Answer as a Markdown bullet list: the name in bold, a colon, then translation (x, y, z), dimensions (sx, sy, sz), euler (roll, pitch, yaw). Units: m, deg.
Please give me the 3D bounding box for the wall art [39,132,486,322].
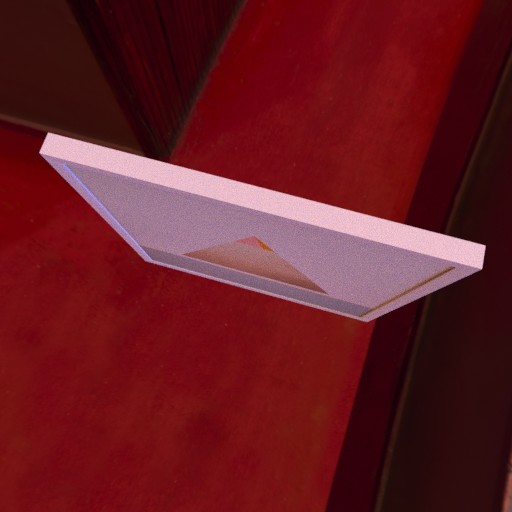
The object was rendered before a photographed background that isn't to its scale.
- **wall art**: translation (0.000, 0.000, 1.115), dimensions (0.768, 0.765, 0.041), euler (15, 76, 4)
